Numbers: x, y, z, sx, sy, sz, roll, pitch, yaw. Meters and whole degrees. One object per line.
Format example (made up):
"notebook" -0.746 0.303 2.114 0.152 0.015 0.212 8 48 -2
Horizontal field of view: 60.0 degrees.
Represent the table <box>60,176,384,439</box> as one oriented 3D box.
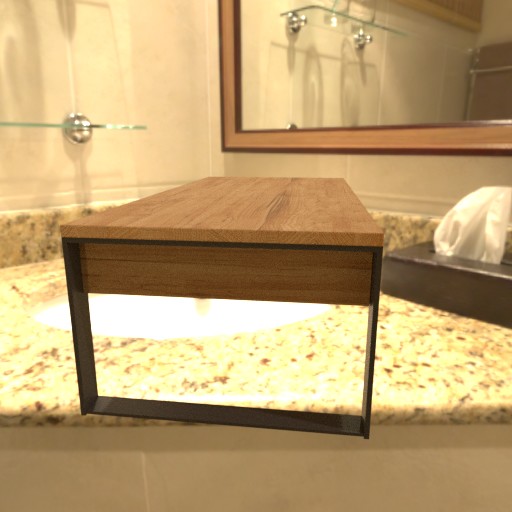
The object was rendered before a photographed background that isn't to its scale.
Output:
"table" 0.000 0.000 1.396 0.590 0.400 1.180 2 15 7
